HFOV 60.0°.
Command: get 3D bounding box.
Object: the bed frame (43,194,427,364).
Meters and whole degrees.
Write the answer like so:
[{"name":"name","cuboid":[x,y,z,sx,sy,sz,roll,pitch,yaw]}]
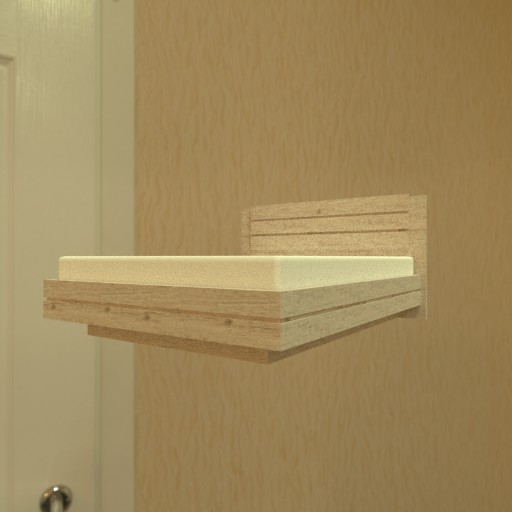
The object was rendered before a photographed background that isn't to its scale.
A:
[{"name":"bed frame","cuboid":[0.000,0.000,3.046,1.750,0.970,2.080,0,0,35]}]
